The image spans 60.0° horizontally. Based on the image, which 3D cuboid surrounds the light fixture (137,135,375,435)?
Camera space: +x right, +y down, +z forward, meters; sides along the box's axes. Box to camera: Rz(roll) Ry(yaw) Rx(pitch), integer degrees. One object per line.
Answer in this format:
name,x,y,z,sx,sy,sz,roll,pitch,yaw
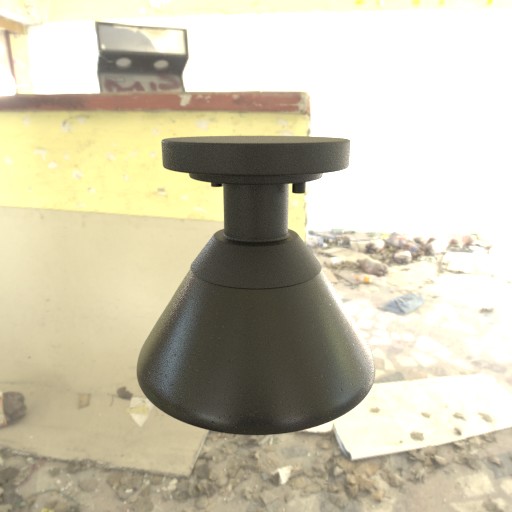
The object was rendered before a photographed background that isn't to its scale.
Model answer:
light fixture,0.000,0.000,0.358,0.200,0.183,0.200,0,17,0
